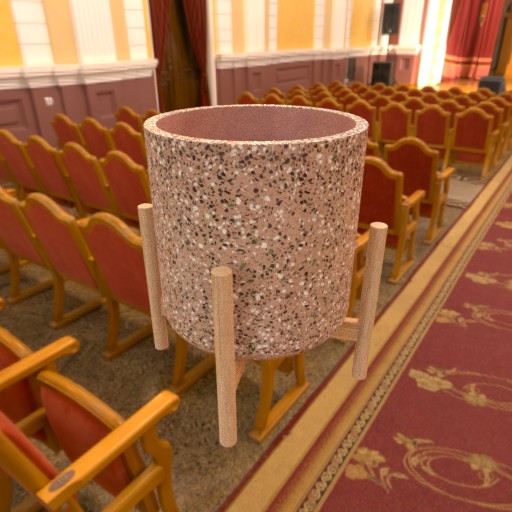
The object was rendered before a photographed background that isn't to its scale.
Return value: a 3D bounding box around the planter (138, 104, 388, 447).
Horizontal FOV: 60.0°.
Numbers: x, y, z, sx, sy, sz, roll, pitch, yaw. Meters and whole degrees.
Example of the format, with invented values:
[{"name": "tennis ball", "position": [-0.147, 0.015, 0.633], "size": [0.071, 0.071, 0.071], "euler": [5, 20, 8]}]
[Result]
[{"name": "planter", "position": [0.000, 0.000, 0.705], "size": [0.360, 0.419, 0.360], "euler": [18, 32, 31]}]
